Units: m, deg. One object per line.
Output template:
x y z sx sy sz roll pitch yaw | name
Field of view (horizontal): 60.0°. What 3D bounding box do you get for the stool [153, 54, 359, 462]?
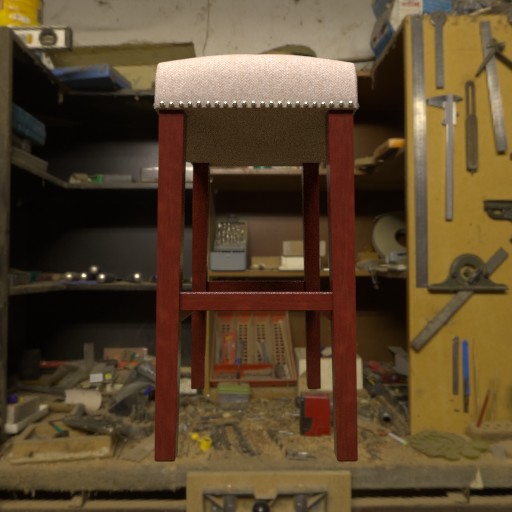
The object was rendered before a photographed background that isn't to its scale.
0.000 0.000 1.034 0.372 0.742 0.504 0 -1 0 | stool
